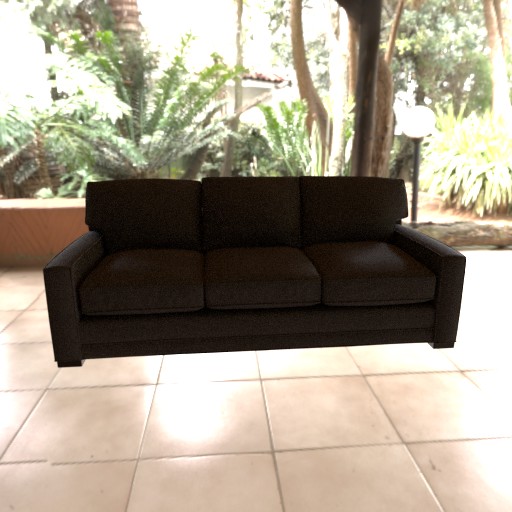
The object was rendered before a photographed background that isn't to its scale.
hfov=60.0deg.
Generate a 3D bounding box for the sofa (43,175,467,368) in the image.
[{"bbox_3d":[0.000,0.000,2.933,2.369,0.978,1.004,-2,16,-6],"label":"sofa"}]
